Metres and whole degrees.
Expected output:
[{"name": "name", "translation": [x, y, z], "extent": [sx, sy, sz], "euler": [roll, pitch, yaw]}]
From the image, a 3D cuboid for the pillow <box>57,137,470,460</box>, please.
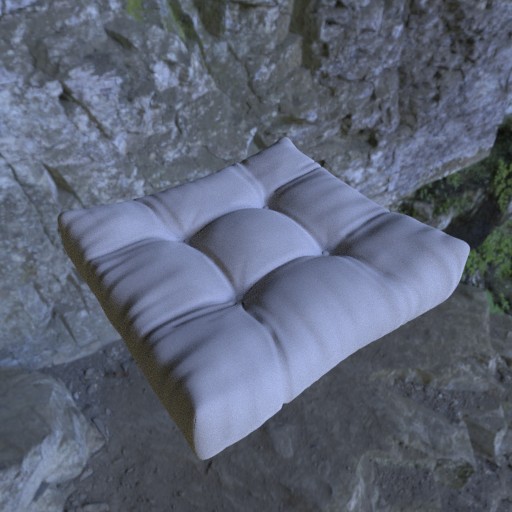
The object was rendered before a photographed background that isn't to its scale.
[{"name": "pillow", "translation": [0.000, 0.000, 0.718], "extent": [0.490, 0.128, 0.468], "euler": [-26, 47, -26]}]
